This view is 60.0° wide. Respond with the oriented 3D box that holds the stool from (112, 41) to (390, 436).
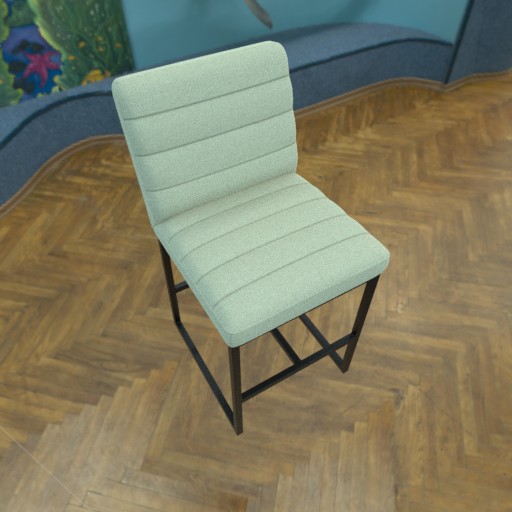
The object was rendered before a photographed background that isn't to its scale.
[{"bbox_3d":[0.000,0.000,1.260,0.460,0.940,0.560,-24,52,-20],"label":"stool"}]
